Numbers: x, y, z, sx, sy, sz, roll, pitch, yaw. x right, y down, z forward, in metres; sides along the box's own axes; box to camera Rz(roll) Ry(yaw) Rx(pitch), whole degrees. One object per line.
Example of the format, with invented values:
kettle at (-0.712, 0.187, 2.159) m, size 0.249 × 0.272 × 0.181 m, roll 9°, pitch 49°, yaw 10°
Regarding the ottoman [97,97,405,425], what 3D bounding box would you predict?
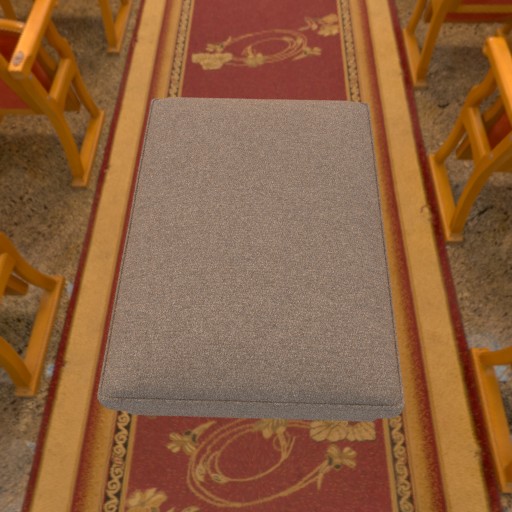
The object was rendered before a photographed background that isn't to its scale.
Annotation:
ottoman at (0.000, 0.000, 1.130) m, size 0.583 × 0.464 × 0.785 m, roll 1°, pitch 63°, yaw 1°
